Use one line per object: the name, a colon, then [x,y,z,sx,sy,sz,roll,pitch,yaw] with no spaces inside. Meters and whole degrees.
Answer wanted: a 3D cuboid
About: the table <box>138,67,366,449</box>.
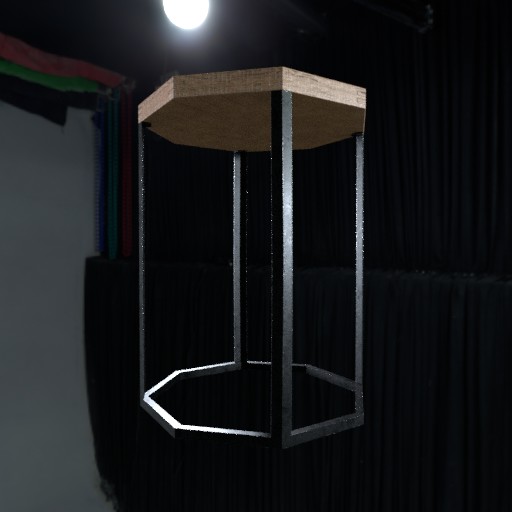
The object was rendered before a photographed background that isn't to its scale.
table: [0.000,0.000,0.855,0.437,0.553,0.437,1,2,35]
